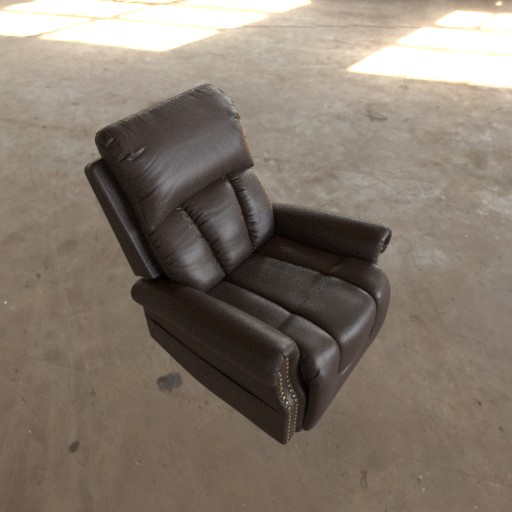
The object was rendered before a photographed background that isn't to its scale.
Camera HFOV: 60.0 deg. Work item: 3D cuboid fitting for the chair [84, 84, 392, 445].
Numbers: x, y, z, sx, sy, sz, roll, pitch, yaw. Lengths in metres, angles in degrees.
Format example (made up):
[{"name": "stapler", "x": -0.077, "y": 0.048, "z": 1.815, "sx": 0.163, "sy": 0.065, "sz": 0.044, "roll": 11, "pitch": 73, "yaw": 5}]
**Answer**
[{"name": "chair", "x": 0.000, "y": 0.000, "z": 1.736, "sx": 0.978, "sy": 1.028, "sz": 0.869, "roll": 26, "pitch": 47, "yaw": 27}]
